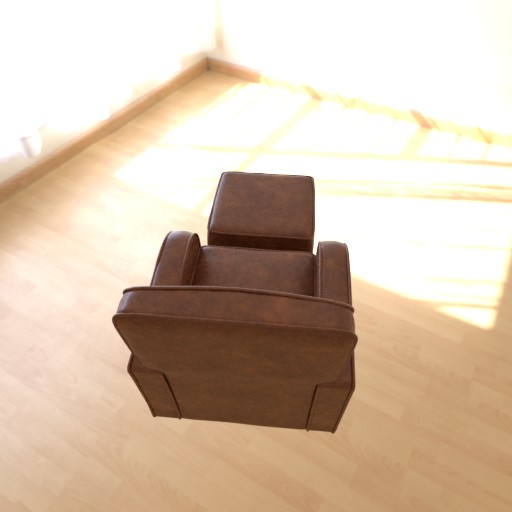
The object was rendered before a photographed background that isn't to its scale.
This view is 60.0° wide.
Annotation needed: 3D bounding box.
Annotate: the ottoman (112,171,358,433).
[{"bbox_3d":[0.000,0.000,1.855,0.732,0.904,1.314,4,46,4],"label":"ottoman"}]
